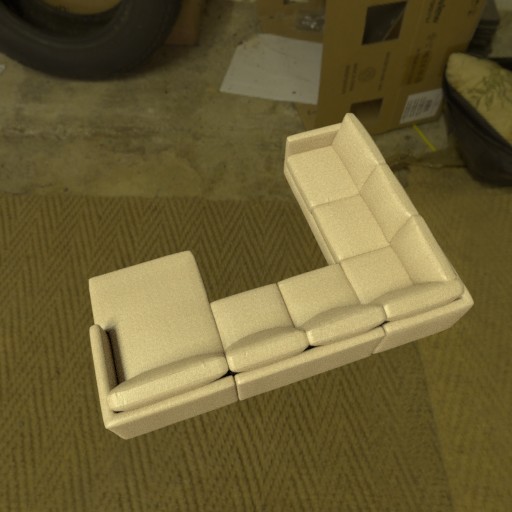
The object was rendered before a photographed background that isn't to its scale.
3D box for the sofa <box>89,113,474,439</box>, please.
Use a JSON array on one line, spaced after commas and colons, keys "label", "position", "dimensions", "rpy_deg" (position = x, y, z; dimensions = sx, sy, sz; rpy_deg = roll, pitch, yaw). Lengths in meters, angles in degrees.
[{"label": "sofa", "position": [0.000, 0.000, 4.645], "dimensions": [3.460, 0.961, 2.594], "rpy_deg": [-16, 61, -9]}]
